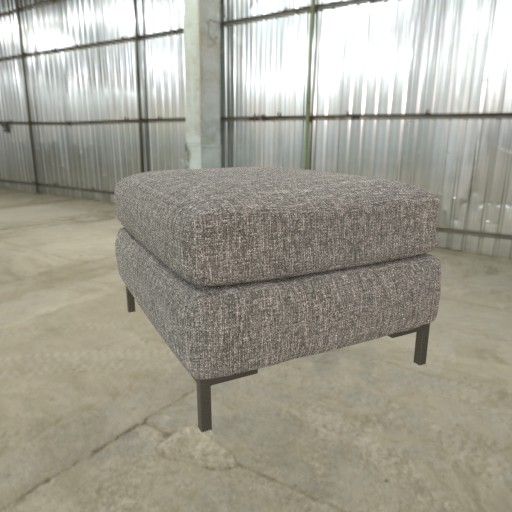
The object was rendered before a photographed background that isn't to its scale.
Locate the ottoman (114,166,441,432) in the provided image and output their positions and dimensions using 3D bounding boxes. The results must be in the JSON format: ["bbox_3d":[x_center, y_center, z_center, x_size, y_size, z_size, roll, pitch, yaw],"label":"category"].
[{"bbox_3d":[0.000,0.000,1.274,0.683,0.480,0.828,-7,17,-26],"label":"ottoman"}]
